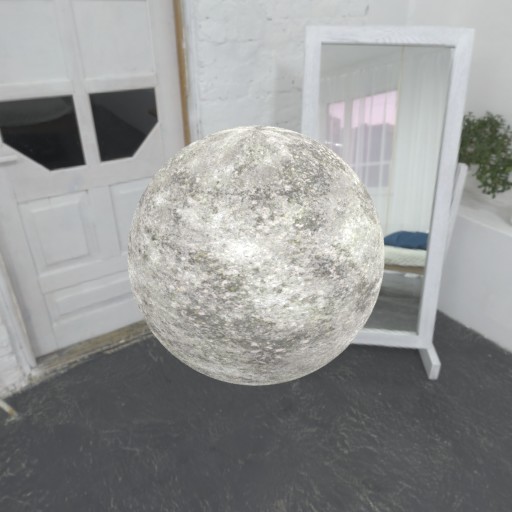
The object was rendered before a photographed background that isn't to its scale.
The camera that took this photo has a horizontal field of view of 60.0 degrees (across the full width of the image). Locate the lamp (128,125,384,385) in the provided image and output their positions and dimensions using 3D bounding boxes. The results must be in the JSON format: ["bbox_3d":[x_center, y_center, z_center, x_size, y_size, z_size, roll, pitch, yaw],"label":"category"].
[{"bbox_3d":[0.000,0.000,0.757,0.422,0.429,0.422,0,31,0],"label":"lamp"}]
